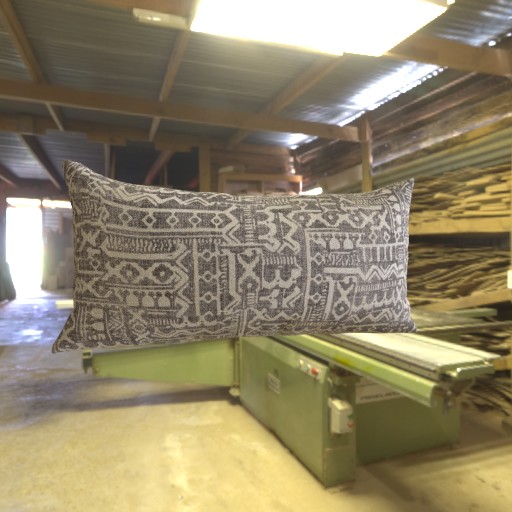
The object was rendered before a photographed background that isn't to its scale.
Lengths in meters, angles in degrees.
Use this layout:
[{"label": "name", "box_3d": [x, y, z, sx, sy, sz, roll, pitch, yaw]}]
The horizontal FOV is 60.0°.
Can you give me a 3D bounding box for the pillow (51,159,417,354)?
[{"label": "pillow", "box_3d": [0.000, 0.000, 0.743, 0.631, 0.290, 0.148, 0, 1, -16]}]
